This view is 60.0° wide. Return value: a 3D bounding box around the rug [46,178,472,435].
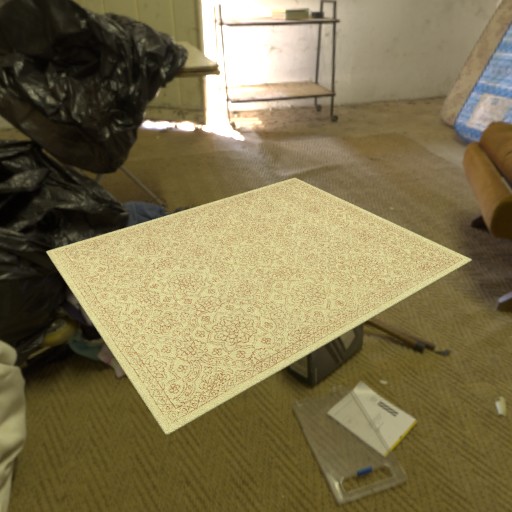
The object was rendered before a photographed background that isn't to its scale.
[{"bbox_3d":[0.000,0.000,4.058,3.050,0.015,2.441,-21,38,-30],"label":"rug"}]
